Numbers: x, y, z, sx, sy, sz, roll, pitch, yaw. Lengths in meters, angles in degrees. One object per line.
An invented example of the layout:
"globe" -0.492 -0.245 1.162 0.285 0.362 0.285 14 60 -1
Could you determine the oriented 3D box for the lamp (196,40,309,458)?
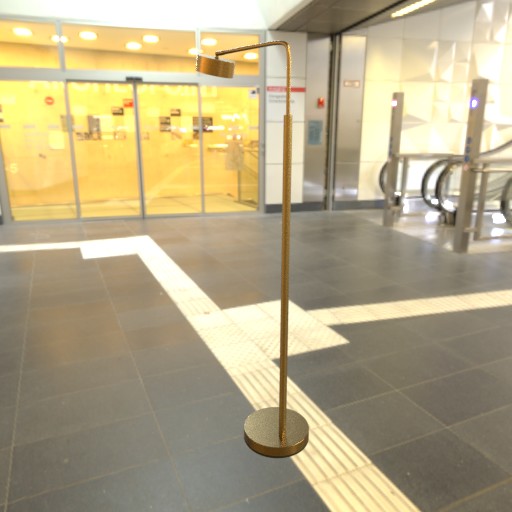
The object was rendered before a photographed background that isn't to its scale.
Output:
"lamp" 0.000 0.000 1.416 0.219 1.230 0.418 -14 21 -42
